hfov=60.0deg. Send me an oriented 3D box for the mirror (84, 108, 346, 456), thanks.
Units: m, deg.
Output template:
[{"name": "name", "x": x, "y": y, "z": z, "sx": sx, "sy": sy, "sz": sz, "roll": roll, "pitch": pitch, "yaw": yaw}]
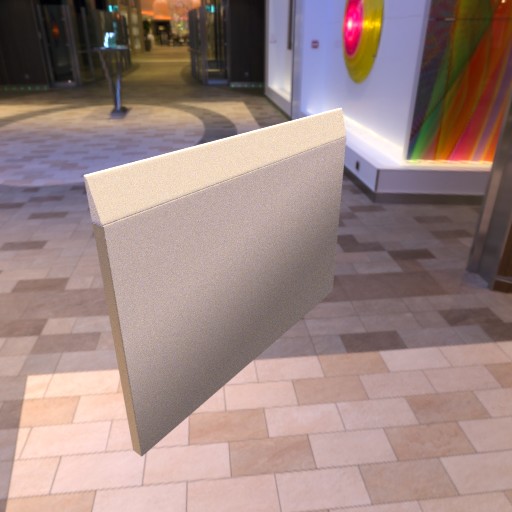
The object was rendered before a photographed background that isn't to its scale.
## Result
[{"name": "mirror", "x": 0.000, "y": 0.000, "z": 1.149, "sx": 0.030, "sy": 0.630, "sz": 0.870, "roll": 19, "pitch": 32, "yaw": 33}]
